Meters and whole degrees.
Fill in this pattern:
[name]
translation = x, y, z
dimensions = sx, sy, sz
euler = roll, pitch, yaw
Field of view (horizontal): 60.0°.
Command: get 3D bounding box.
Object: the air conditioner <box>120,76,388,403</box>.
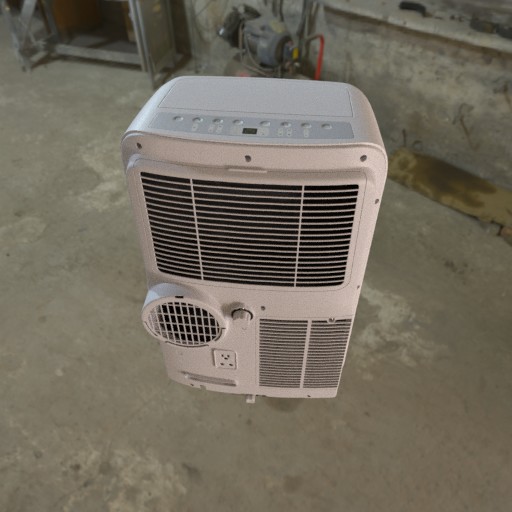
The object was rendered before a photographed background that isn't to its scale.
[air conditioner]
translation = 0.000, 0.000, 0.959
dimensions = 0.454, 0.700, 0.365
euler = 4, 46, 4
